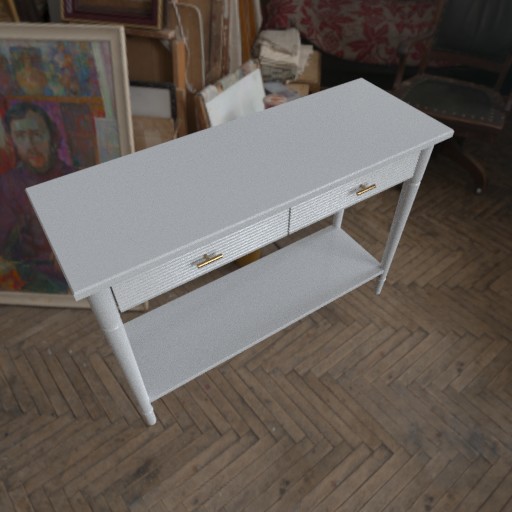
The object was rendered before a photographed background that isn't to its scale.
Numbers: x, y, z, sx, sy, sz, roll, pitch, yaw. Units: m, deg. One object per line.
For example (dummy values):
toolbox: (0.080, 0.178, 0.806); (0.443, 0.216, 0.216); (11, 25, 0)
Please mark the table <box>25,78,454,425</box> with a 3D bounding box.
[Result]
table: (0.000, 0.000, 1.416); (1.067, 0.749, 0.381); (-25, 52, -22)
